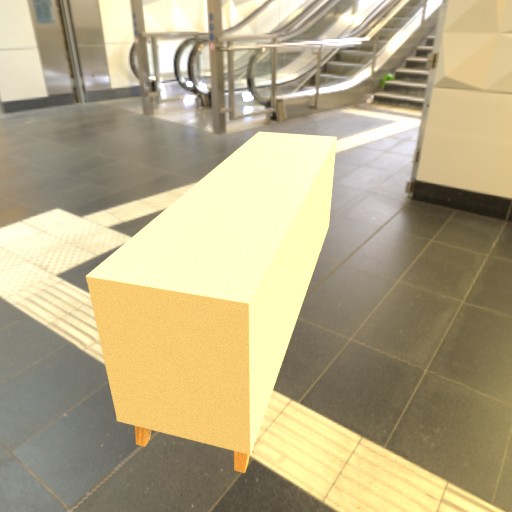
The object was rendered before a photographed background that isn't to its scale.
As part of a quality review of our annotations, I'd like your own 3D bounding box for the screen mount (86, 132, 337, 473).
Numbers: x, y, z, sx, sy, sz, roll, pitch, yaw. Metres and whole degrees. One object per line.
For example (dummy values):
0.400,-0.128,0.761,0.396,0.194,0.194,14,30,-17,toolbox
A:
0.000,0.000,1.765,0.400,0.619,1.490,8,30,14,screen mount
